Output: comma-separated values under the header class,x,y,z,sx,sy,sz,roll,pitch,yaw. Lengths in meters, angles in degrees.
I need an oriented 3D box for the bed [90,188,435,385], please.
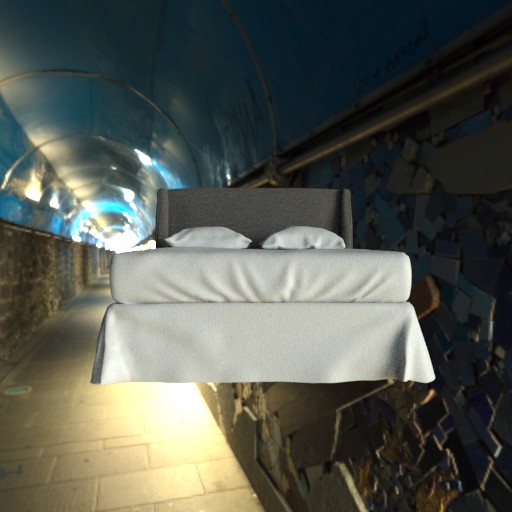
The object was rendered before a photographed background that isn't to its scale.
class,x,y,z,sx,sy,sz,roll,pitch,yaw
bed,0.000,0.000,3.382,1.925,1.332,2.276,0,1,-1
